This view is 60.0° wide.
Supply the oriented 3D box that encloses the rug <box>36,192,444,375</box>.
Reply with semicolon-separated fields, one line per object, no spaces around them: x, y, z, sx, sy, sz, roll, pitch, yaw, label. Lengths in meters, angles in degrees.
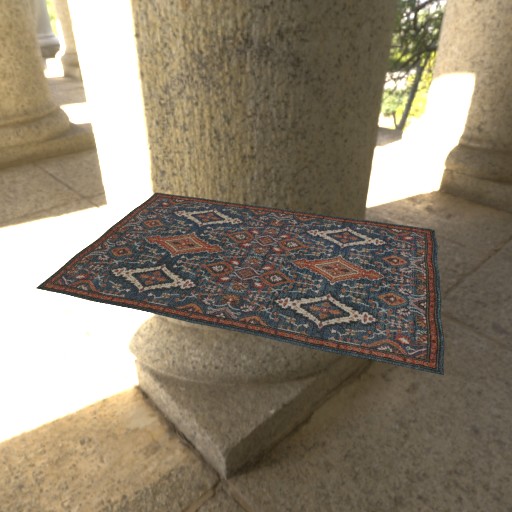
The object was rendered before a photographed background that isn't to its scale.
0.000;0.000;4.293;3.371;0.008;2.190;9;33;15;rug
